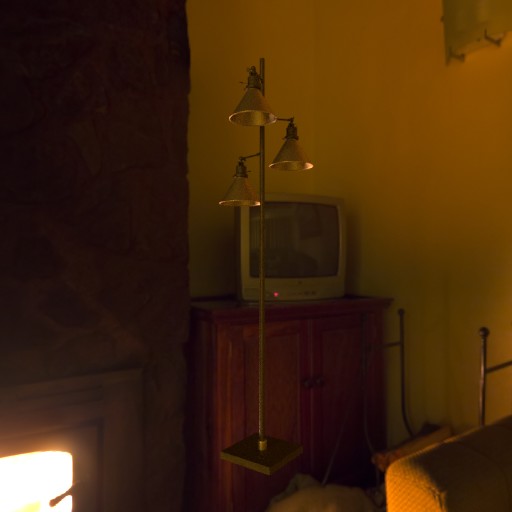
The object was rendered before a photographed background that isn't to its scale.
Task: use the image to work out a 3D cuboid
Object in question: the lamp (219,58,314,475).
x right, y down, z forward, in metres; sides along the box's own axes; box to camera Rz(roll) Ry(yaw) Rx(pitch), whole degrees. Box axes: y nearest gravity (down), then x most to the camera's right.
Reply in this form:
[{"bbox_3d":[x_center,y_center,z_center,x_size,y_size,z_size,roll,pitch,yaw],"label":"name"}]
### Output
[{"bbox_3d":[0.000,0.000,1.920,0.415,1.716,0.428,0,-1,36],"label":"lamp"}]
